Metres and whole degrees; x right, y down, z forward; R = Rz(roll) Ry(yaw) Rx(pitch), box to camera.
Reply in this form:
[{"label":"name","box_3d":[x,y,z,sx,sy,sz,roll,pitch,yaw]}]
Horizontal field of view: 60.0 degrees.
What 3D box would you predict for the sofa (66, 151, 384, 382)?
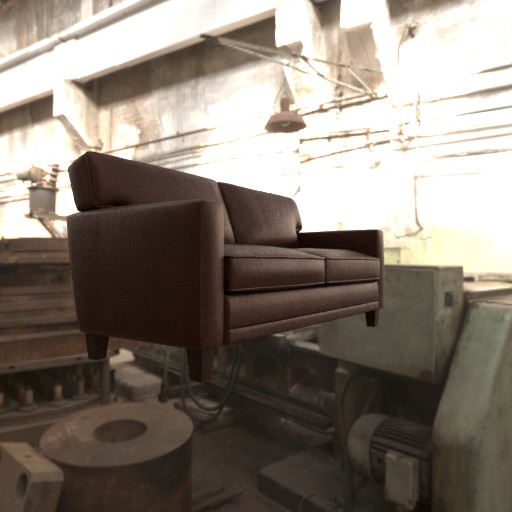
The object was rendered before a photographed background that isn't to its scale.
[{"label":"sofa","box_3d":[0.000,0.000,2.498,0.912,0.928,1.876,-1,-1,36]}]
